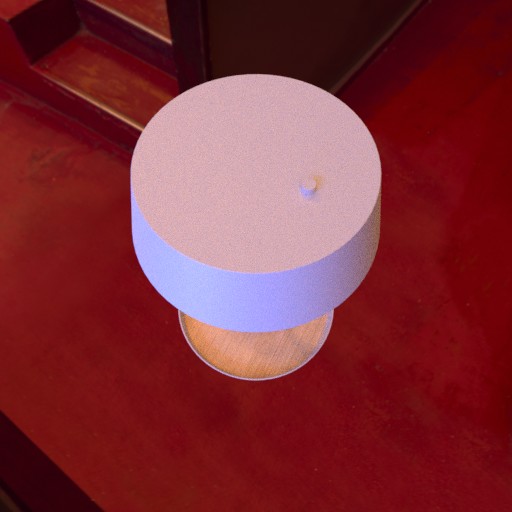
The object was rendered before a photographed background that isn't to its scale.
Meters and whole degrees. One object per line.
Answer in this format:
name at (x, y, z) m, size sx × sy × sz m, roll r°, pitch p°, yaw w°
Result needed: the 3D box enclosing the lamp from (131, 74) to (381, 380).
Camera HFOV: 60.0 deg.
lamp at (0.000, 0.000, 0.621) m, size 0.291 × 0.429 × 0.291 m, roll 0°, pitch 63°, yaw 0°
